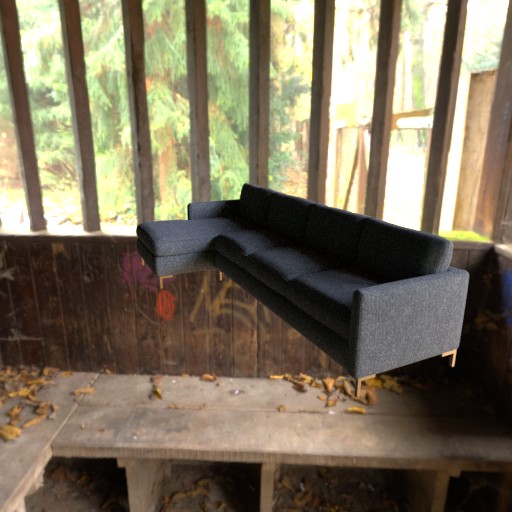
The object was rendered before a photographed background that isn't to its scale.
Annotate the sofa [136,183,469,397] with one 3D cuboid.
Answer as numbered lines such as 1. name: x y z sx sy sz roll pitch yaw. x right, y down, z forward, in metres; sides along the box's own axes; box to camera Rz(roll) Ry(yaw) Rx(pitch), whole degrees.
1. sofa: 0.000 0.000 3.553 1.350 0.810 2.932 -8 19 -25
